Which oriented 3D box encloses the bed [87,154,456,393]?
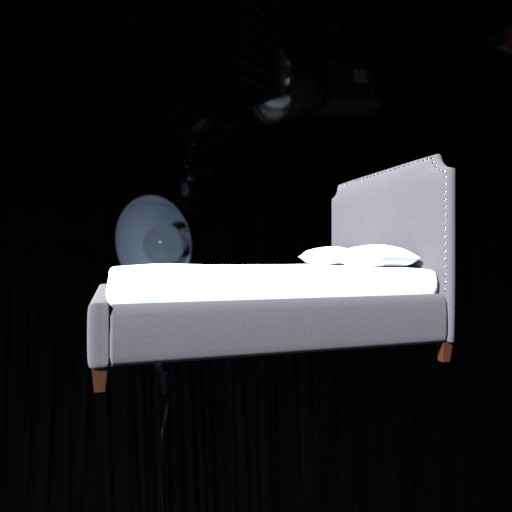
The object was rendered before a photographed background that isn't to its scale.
[{"bbox_3d":[0.000,0.000,3.455,2.372,1.443,1.713,0,0,-18],"label":"bed"}]
